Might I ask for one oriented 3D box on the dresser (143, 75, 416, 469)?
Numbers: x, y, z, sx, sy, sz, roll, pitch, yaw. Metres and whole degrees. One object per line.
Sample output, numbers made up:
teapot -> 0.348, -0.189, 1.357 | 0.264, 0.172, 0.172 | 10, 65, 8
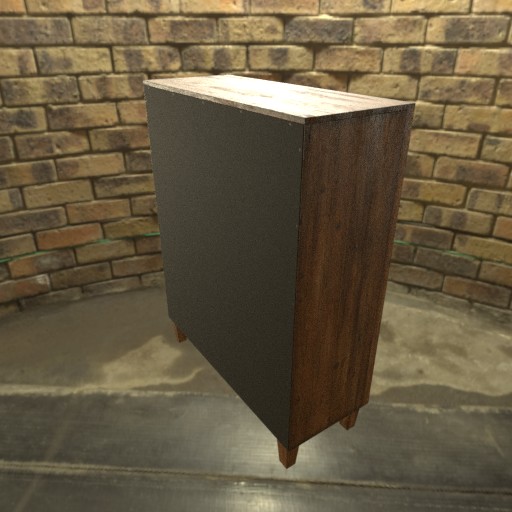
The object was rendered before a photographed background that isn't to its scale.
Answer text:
dresser -> 0.000, 0.000, 1.920 | 0.438, 1.359, 1.067 | -18, 32, -30
